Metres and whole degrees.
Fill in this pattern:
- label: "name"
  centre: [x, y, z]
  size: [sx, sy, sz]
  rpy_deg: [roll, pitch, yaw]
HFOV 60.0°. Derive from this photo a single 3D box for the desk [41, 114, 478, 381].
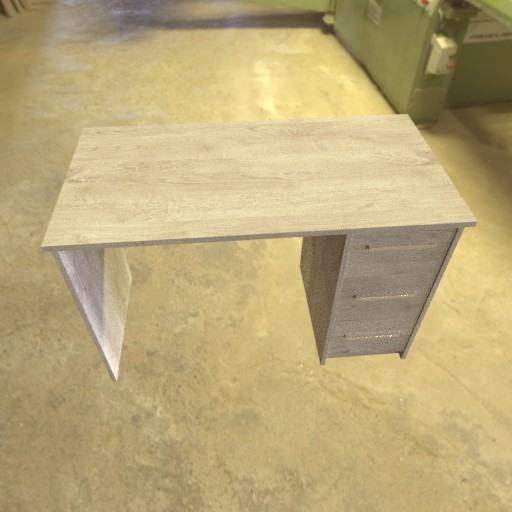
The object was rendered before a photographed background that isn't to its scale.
- label: "desk"
  centre: [0.000, 0.000, 1.565]
  size: [1.097, 0.735, 0.560]
  rpy_deg: [-3, 46, -3]
